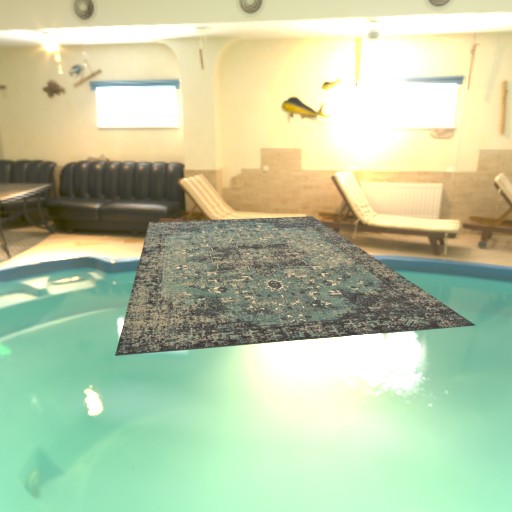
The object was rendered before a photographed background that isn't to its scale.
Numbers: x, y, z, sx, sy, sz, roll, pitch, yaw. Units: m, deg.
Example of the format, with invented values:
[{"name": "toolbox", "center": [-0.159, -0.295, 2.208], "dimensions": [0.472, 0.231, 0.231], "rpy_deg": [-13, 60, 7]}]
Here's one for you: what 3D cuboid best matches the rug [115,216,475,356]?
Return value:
[{"name": "rug", "center": [0.000, 0.000, 2.965], "dimensions": [1.525, 0.007, 2.440], "rpy_deg": [-3, 17, -10]}]
